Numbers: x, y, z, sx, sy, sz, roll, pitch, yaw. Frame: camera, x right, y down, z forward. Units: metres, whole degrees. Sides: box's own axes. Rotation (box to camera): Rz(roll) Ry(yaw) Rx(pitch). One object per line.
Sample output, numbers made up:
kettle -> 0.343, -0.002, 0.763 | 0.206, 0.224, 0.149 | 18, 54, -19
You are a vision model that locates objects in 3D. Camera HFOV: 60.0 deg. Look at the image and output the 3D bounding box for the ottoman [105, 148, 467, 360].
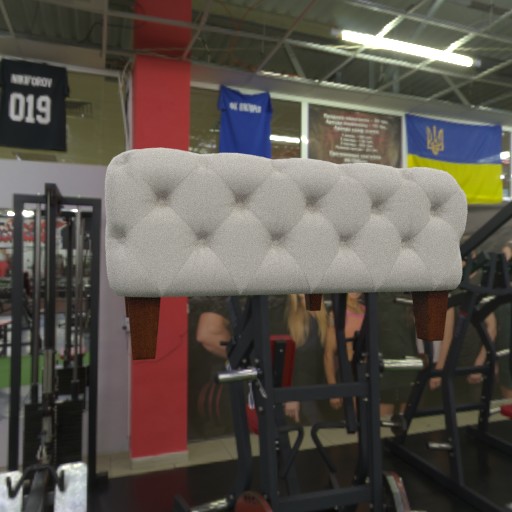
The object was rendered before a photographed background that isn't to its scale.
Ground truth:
ottoman -> 0.000, 0.000, 1.186 | 0.753, 0.376, 0.755 | 0, -1, -17
